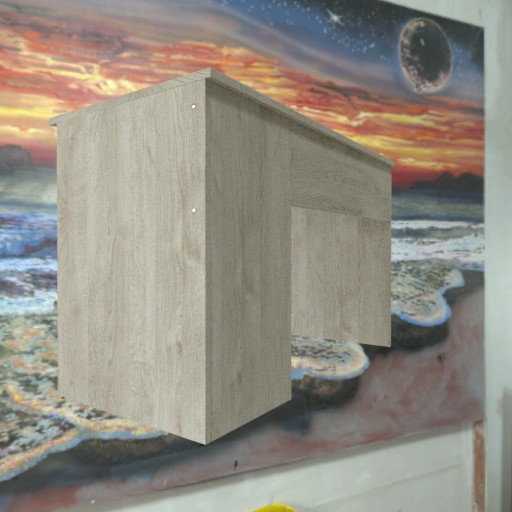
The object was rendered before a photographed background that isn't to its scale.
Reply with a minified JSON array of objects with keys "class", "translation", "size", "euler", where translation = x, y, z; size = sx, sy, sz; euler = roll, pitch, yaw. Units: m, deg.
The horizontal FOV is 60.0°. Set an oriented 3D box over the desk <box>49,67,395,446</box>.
[{"class":"desk","translation":[0.000,0.000,1.453],"size":[0.560,0.730,1.096],"euler":[0,1,35]}]
